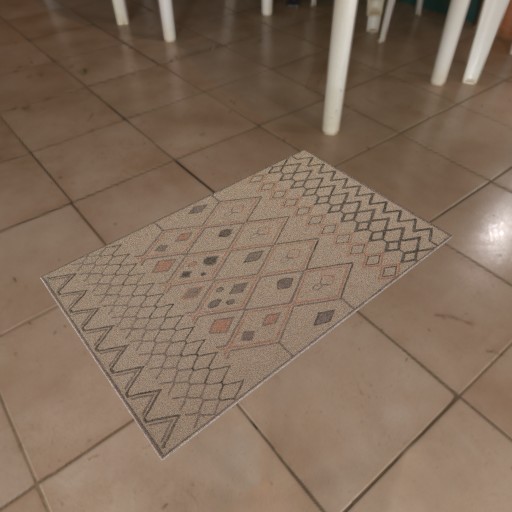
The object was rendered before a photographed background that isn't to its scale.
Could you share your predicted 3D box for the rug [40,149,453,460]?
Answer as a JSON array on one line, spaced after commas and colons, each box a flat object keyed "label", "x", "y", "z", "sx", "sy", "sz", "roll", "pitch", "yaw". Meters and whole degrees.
[{"label": "rug", "x": 0.000, "y": 0.000, "z": 3.062, "sx": 2.438, "sy": 0.015, "sz": 1.524, "roll": -31, "pitch": 53, "yaw": -27}]
